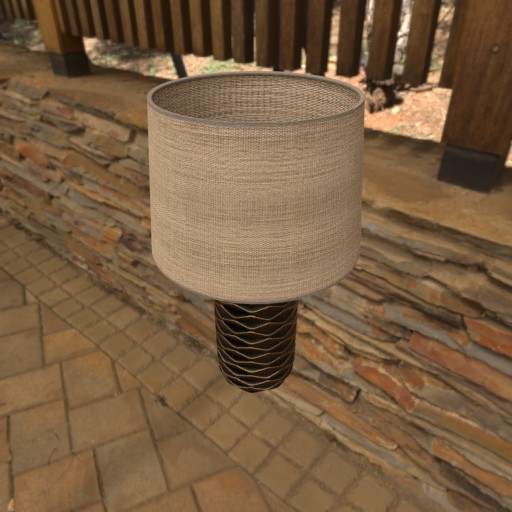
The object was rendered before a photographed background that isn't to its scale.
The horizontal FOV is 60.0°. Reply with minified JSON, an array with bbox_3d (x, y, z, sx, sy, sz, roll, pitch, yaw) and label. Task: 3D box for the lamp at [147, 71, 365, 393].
[{"bbox_3d":[0.000,0.000,0.834,0.376,0.594,0.376,0,33,0],"label":"lamp"}]
